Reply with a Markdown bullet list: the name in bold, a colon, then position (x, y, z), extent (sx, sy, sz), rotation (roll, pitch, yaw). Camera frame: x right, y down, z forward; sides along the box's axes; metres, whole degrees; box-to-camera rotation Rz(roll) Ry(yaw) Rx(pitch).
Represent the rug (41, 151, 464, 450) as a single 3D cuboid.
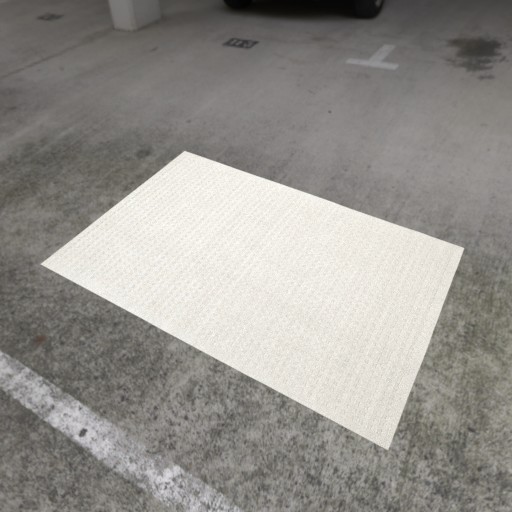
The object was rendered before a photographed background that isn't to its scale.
- **rug**: position (0.000, 0.000, 2.866), extent (2.289, 0.006, 1.523), rotation (23, 50, 21)
